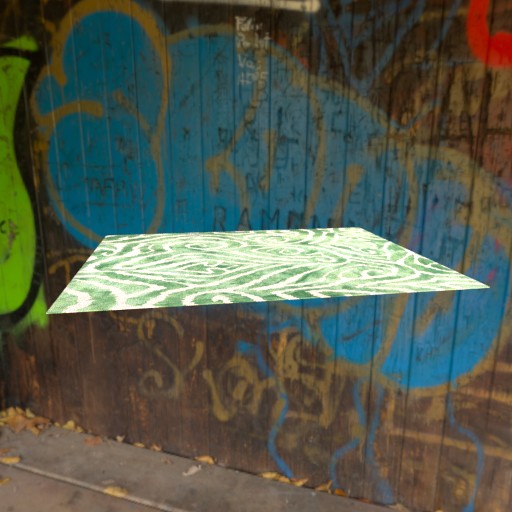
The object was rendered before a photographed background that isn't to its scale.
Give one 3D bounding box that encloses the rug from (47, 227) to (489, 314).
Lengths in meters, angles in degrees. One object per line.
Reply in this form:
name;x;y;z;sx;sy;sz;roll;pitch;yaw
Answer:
rug;0.000;0.000;4.148;3.045;0.007;2.436;-2;14;-9
